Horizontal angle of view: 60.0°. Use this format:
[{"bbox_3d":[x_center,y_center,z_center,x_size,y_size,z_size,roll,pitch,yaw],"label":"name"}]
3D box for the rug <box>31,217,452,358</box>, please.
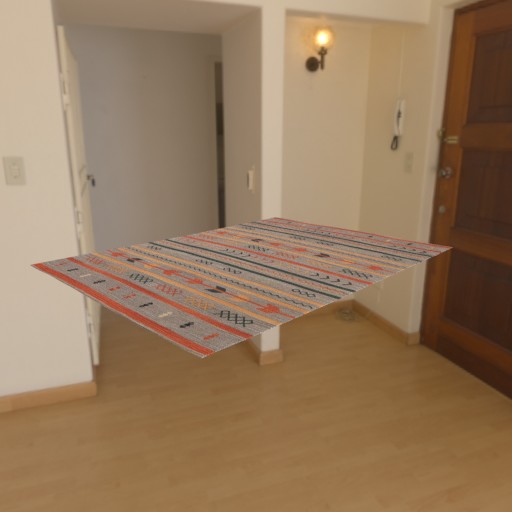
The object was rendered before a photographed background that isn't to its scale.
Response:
[{"bbox_3d":[0.000,0.000,3.921,2.263,0.022,3.029,15,21,43],"label":"rug"}]
